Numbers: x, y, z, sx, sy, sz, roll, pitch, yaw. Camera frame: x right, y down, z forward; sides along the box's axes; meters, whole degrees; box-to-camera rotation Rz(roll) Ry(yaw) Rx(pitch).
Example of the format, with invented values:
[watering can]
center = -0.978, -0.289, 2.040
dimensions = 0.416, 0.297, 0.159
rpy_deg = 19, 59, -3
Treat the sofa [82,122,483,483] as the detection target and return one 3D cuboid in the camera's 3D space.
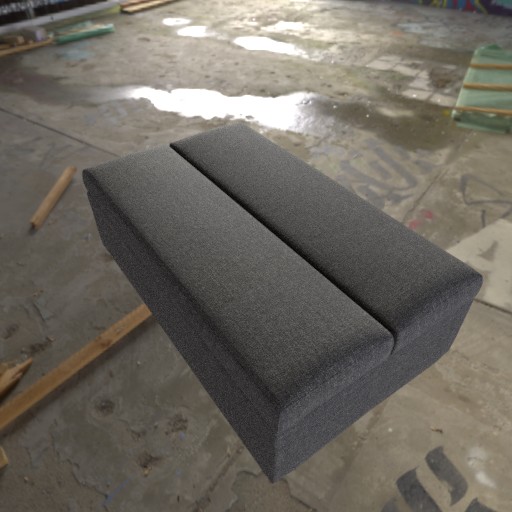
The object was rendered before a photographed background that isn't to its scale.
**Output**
[sofa]
center = 0.000, 0.000, 1.558
dimensions = 0.782, 0.417, 1.198
rpy_deg = -25, 47, -26
